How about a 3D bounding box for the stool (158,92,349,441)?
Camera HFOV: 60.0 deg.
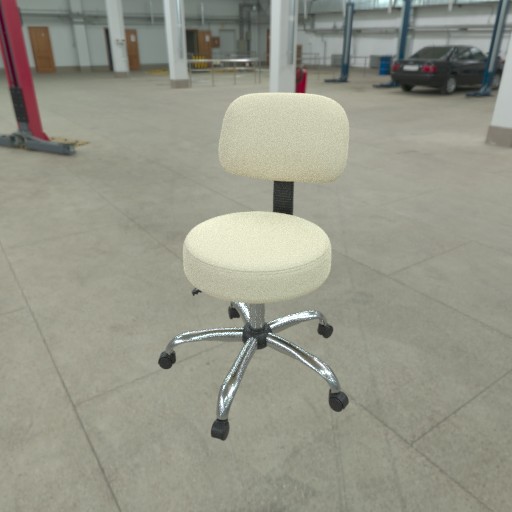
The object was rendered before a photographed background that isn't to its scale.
[{"bbox_3d":[0.000,0.000,1.244,0.609,0.810,0.616,9,27,18],"label":"stool"}]
